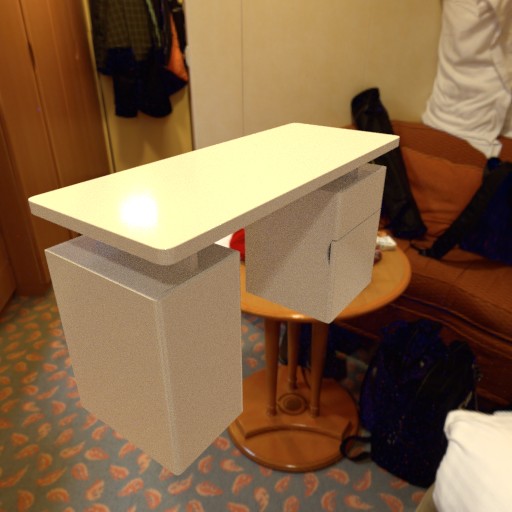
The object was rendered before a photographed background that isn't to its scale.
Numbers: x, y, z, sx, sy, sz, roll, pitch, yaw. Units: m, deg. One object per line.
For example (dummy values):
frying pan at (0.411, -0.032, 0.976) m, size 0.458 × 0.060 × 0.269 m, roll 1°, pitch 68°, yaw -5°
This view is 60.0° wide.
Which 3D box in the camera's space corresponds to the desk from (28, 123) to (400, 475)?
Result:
desk at (0.000, 0.000, 1.745) m, size 0.550 × 0.762 × 1.400 m, roll 18°, pitch 32°, yaw 32°
